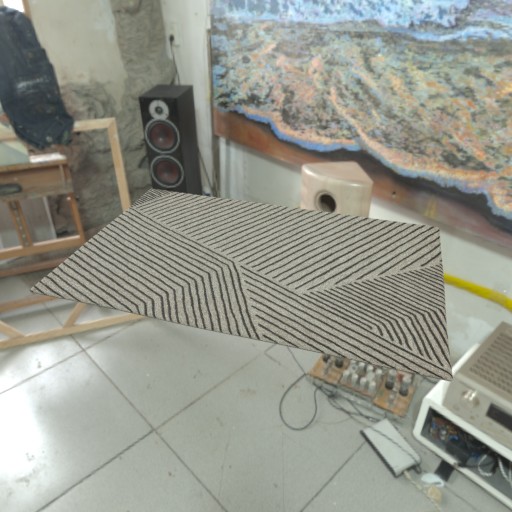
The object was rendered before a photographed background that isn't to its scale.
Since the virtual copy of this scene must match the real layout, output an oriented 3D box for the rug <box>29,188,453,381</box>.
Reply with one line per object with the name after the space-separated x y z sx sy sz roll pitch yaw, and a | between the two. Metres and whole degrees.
0.000 0.000 2.994 2.406 0.023 1.539 9 34 14 | rug
